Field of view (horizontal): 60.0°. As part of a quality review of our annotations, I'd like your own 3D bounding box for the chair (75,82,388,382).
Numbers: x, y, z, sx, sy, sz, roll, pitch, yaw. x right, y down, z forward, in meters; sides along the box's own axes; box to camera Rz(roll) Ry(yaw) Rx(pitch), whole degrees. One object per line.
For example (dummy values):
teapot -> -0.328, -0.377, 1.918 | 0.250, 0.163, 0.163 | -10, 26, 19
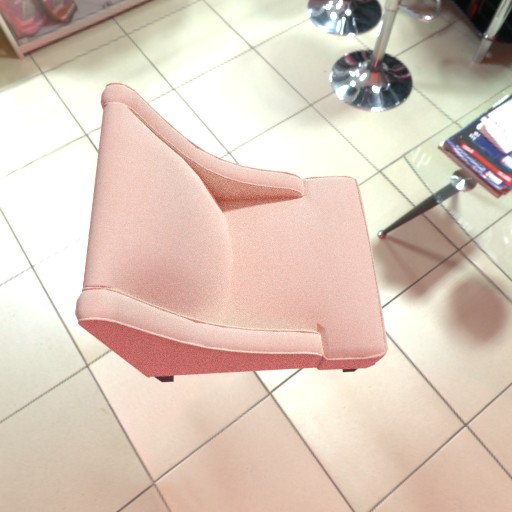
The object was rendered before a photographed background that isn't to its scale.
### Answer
chair -> 0.000, 0.000, 1.459 | 0.806, 0.886, 0.689 | -3, 65, -1
